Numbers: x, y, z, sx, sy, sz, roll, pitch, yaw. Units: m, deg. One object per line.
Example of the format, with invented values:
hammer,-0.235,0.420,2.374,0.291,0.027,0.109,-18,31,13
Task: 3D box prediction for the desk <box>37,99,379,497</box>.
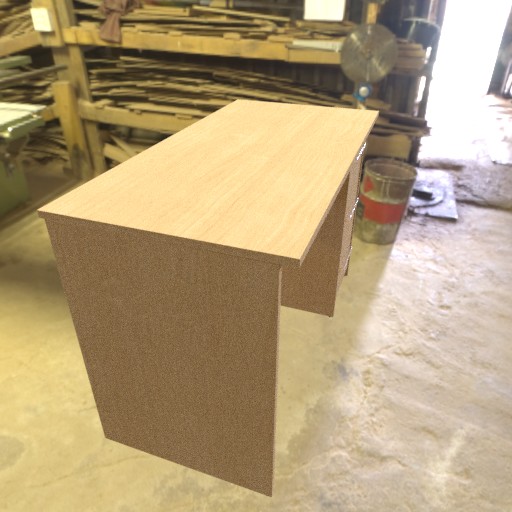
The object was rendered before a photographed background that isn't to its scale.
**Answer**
desk,0.000,0.000,1.461,0.560,0.735,1.097,11,33,17
